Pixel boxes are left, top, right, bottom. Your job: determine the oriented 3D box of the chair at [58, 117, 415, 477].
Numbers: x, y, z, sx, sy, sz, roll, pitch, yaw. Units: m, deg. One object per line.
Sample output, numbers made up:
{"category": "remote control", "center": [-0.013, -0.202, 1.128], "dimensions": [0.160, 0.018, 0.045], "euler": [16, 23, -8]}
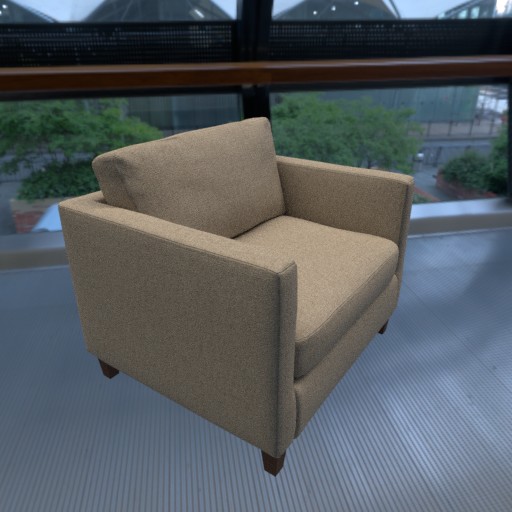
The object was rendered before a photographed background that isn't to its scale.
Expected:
{"category": "chair", "center": [0.000, 0.000, 1.803], "dimensions": [0.959, 0.961, 1.107], "euler": [16, 30, 31]}
